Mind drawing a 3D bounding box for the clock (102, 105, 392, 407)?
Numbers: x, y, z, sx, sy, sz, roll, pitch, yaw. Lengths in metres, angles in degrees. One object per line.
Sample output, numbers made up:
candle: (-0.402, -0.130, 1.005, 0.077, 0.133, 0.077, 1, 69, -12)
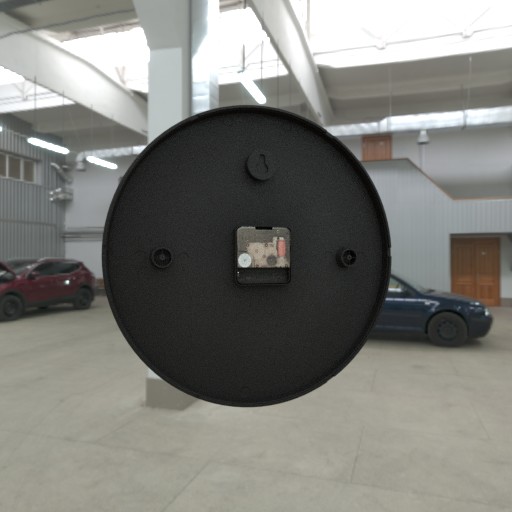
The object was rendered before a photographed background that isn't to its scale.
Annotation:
clock: (0.000, 0.000, 0.446, 0.293, 0.293, 0.040, 0, 0, -17)
